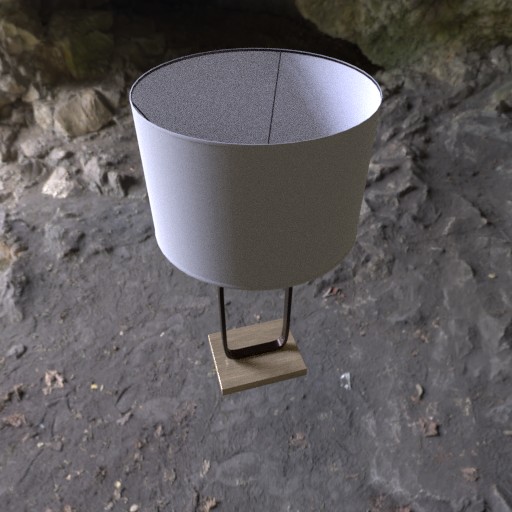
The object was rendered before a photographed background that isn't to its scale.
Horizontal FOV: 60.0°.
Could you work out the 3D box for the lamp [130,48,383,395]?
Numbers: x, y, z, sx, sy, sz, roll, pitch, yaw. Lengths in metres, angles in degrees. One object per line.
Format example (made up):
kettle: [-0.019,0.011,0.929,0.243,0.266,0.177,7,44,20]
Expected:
lamp: [0.000,0.000,0.666,0.279,0.508,0.279,-11,42,-12]
